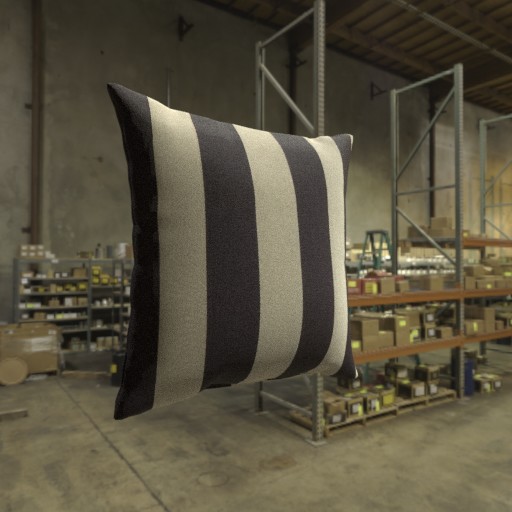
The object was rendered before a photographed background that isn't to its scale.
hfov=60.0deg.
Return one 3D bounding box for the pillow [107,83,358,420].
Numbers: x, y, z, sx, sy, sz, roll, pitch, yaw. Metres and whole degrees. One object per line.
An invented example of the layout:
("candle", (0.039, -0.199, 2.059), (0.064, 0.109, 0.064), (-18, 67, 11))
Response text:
("pillow", (0.000, 0.000, 0.812), (0.536, 0.526, 0.189), (1, -1, -35))
